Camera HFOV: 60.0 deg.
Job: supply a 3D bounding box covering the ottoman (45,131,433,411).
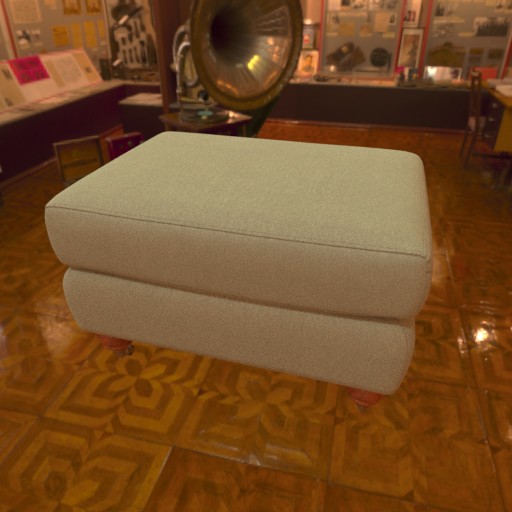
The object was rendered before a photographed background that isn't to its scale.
[{"bbox_3d":[0.000,0.000,1.122,0.773,0.499,0.569,8,32,14],"label":"ottoman"}]
